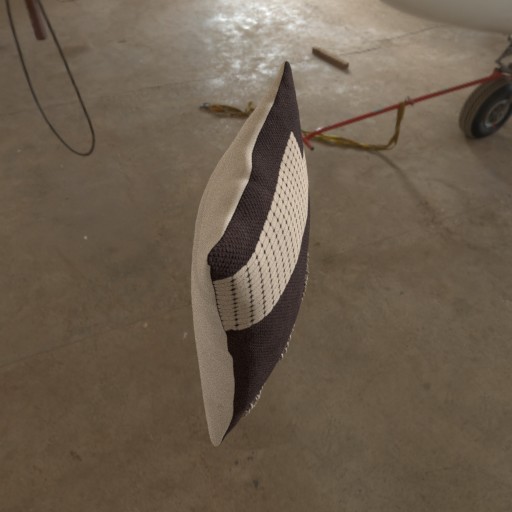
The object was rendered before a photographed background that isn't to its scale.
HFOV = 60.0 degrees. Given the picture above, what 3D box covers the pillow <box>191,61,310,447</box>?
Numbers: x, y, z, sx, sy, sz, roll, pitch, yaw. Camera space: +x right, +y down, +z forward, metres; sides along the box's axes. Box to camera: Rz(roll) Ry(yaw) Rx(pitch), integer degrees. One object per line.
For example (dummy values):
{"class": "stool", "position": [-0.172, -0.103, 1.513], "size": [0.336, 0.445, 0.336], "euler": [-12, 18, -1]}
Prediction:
{"class": "pillow", "position": [0.000, 0.000, 0.738], "size": [0.178, 0.473, 0.475], "euler": [9, 47, 9]}
